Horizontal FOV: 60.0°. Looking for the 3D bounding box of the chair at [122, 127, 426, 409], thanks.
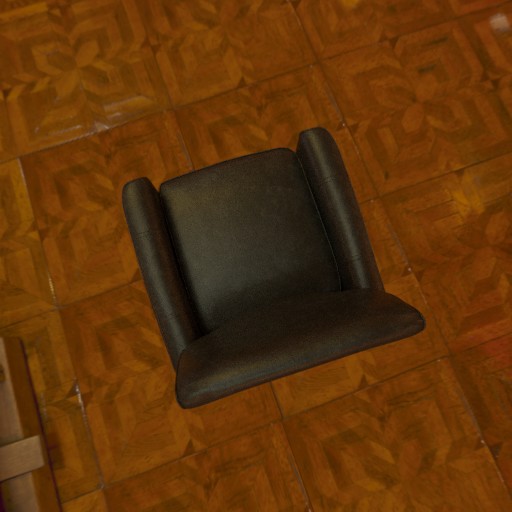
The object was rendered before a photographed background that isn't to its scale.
[{"bbox_3d":[0.000,0.000,1.672,0.848,1.014,0.864,-17,77,-4],"label":"chair"}]
